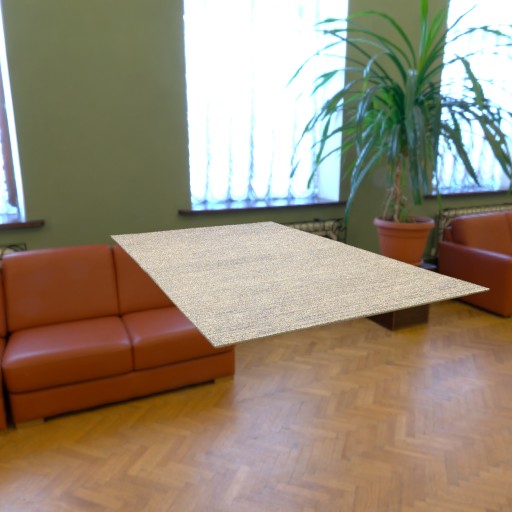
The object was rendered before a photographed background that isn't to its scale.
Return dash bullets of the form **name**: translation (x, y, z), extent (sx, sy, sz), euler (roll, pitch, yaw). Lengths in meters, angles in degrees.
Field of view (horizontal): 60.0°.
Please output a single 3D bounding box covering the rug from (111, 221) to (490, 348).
- **rug**: translation (0.000, 0.000, 2.272), extent (1.162, 0.022, 1.804), euler (-7, 15, -26)
